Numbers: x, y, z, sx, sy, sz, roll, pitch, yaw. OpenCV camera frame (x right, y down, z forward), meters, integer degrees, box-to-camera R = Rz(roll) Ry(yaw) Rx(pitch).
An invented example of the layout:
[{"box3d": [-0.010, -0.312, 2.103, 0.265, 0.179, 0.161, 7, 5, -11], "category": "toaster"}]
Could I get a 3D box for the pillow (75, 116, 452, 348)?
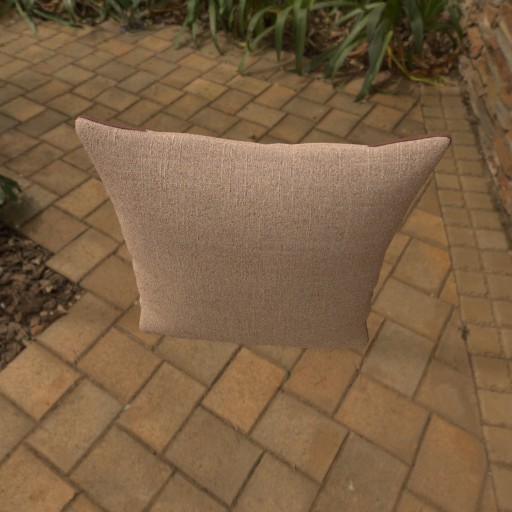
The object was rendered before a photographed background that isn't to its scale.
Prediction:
[{"box3d": [0.000, 0.000, 0.669, 0.437, 0.448, 0.147, 3, 47, 3], "category": "pillow"}]
